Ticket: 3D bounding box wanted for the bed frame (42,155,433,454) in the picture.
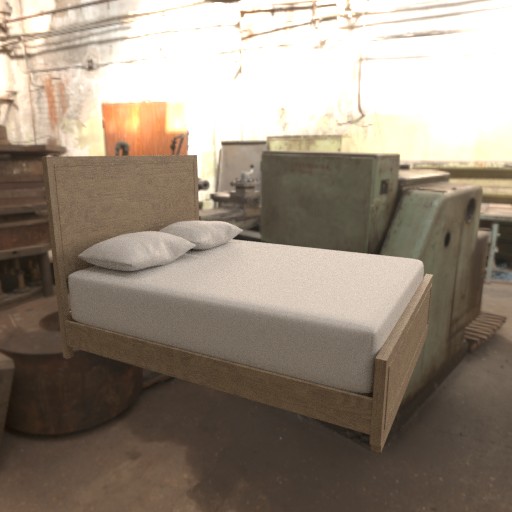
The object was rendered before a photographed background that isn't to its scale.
[{"bbox_3d":[0.000,0.000,3.122,2.189,1.369,1.606,7,15,27],"label":"bed frame"}]
